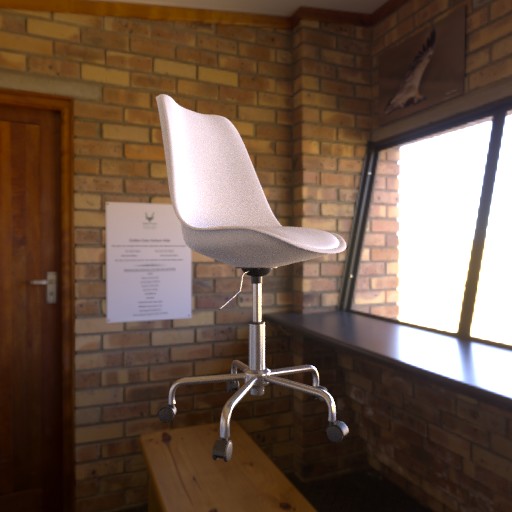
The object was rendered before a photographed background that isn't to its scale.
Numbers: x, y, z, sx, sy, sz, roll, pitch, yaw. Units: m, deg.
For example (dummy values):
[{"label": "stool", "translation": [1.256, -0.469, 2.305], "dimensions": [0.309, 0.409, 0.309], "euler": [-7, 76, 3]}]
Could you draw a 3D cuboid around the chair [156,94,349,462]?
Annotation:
[{"label": "chair", "translation": [0.000, 0.000, 1.257], "dimensions": [0.550, 0.930, 0.550], "euler": [1, 1, 35]}]
